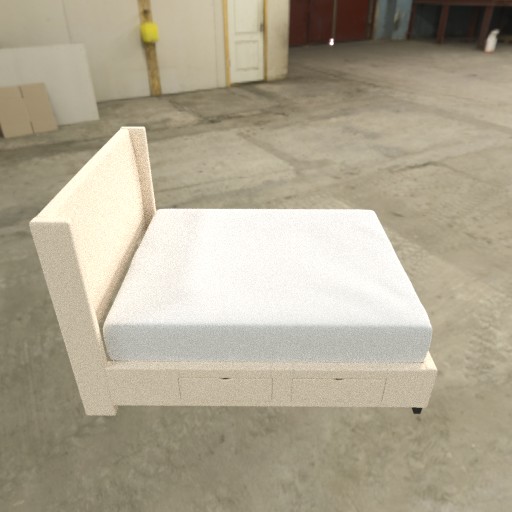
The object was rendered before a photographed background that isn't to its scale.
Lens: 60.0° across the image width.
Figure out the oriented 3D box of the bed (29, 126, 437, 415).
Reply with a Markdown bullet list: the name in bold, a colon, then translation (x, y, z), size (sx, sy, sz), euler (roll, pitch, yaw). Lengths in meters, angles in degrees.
- **bed**: translation (0.000, 0.000, 3.351), size (2.280, 1.471, 1.765), euler (0, 32, 0)
